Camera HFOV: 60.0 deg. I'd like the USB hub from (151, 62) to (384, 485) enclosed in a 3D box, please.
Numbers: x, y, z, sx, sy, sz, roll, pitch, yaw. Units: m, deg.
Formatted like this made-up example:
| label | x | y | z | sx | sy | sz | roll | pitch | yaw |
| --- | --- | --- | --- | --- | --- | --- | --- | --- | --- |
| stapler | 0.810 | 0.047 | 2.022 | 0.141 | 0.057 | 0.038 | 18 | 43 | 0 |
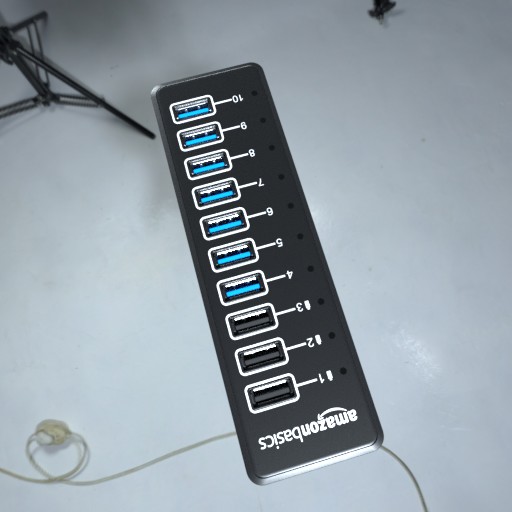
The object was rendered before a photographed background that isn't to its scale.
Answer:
| label | x | y | z | sx | sy | sz | roll | pitch | yaw |
| --- | --- | --- | --- | --- | --- | --- | --- | --- | --- |
| USB hub | 0.000 | 0.000 | 0.163 | 0.044 | 0.023 | 0.145 | -15 | 76 | -4 |
